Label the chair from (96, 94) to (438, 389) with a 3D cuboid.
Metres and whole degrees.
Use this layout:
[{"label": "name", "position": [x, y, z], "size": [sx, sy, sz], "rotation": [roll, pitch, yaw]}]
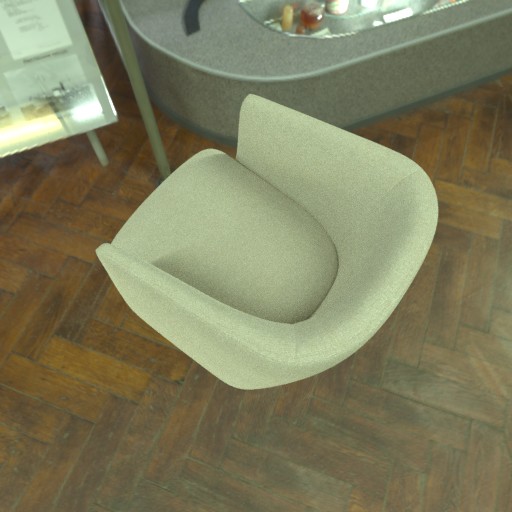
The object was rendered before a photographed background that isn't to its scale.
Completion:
[{"label": "chair", "position": [0.000, 0.000, 1.629], "size": [0.986, 0.861, 0.822], "rotation": [32, 67, 15]}]
